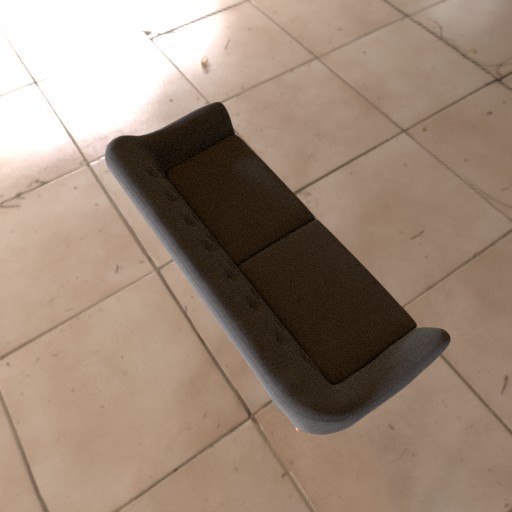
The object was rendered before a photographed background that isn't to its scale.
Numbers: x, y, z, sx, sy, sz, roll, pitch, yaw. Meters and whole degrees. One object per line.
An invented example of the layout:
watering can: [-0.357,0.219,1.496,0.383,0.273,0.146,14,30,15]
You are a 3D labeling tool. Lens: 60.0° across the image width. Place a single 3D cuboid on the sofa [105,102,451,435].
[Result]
sofa: [0.000,0.000,2.273,0.820,0.820,1.840,-32,64,-17]
